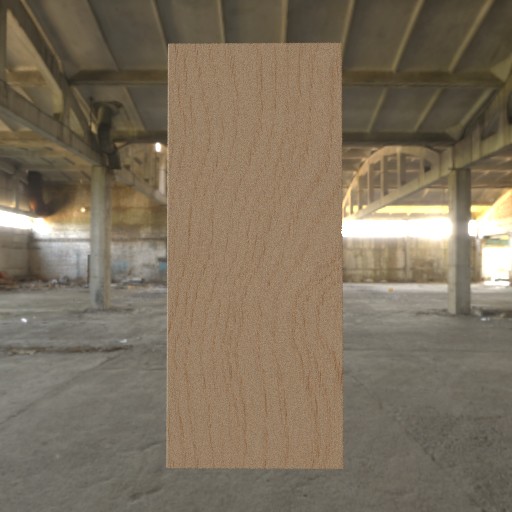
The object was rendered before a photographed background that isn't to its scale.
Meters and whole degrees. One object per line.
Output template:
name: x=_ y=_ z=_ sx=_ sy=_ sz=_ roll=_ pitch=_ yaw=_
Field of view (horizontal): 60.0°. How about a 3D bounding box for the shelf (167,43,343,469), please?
shelf: x=0.000 y=0.000 z=0.770 sx=0.250 sy=0.600 sz=0.290 roll=0 pitch=-1 yaw=1
